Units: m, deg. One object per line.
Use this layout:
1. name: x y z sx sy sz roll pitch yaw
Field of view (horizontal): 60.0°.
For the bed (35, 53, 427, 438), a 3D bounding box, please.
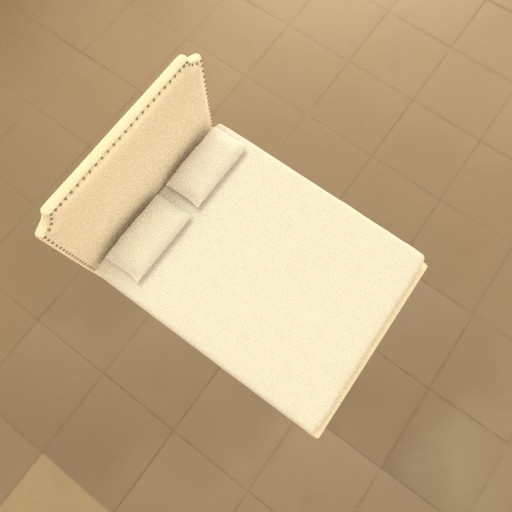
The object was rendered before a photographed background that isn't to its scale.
1. bed: 0.000 0.000 3.447 2.372 1.497 1.712 35 78 9
